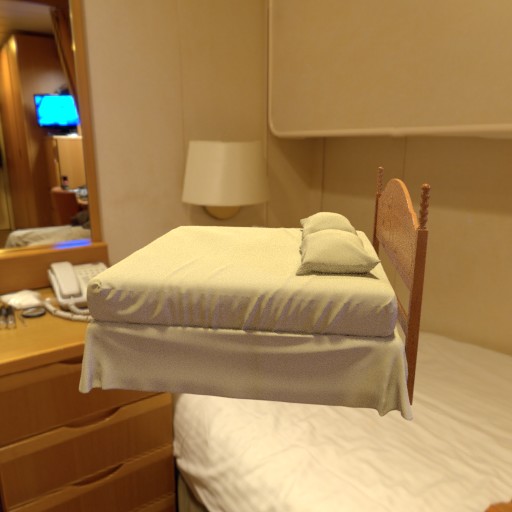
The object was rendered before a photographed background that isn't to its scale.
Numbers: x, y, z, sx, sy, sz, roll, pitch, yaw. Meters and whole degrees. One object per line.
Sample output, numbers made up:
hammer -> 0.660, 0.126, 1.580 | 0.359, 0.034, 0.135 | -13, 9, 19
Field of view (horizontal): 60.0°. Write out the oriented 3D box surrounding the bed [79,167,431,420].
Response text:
bed -> 0.000, 0.000, 3.624 | 2.219, 1.355, 2.322 | 2, 14, 8
